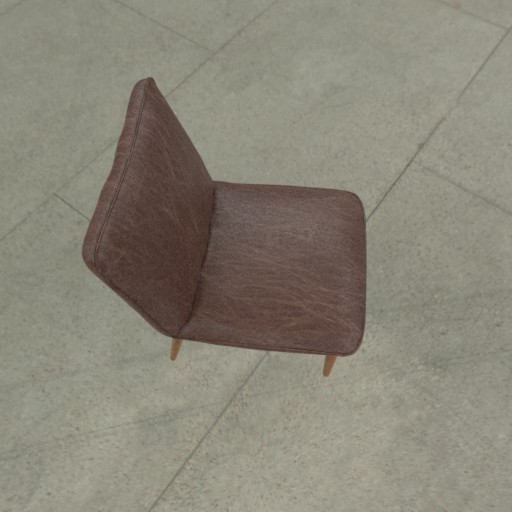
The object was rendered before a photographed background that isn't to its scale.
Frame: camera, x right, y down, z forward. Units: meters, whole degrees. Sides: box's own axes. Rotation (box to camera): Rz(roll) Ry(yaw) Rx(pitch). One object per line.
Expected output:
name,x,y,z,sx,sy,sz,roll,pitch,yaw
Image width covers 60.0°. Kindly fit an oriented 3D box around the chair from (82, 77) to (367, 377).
chair,0.000,0.000,1.244,0.645,0.803,0.543,1,64,1
